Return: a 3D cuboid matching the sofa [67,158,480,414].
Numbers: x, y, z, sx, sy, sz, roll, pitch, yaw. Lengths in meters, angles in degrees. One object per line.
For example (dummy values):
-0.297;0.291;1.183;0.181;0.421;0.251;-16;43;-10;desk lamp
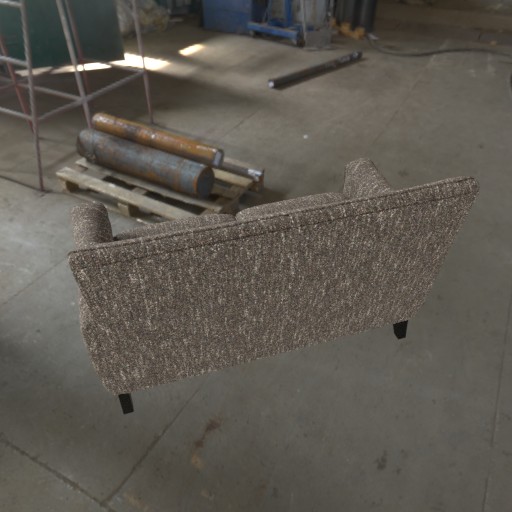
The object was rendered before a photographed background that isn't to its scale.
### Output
0.000;0.000;1.999;1.519;0.946;0.801;-12;42;-13;sofa
